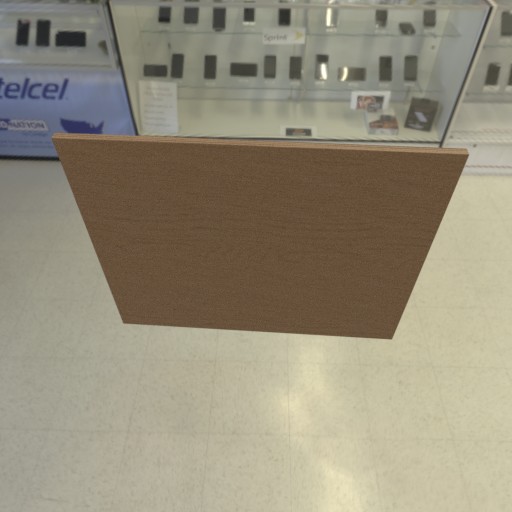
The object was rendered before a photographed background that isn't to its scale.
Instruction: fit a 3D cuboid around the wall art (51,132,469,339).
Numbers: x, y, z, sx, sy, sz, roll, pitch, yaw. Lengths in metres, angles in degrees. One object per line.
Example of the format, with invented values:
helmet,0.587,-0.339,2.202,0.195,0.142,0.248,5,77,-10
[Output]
wall art,0.000,0.000,0.690,0.508,0.406,0.013,3,47,3
